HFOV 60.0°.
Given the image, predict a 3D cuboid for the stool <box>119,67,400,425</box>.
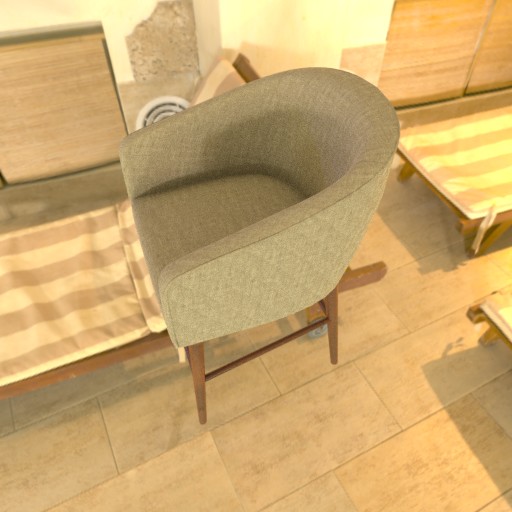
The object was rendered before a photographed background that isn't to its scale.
[{"bbox_3d":[0.000,0.000,1.340,0.635,0.952,0.559,-16,49,-14],"label":"stool"}]
